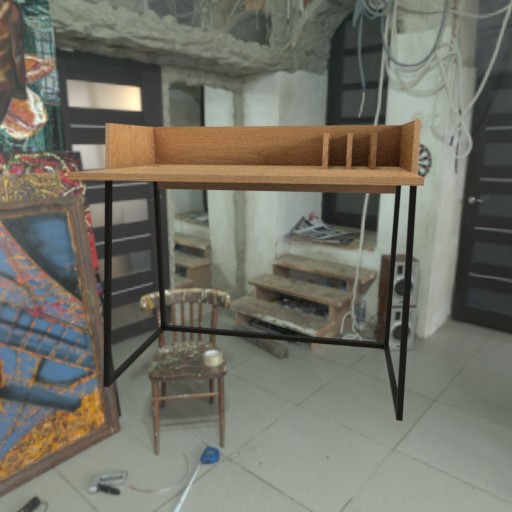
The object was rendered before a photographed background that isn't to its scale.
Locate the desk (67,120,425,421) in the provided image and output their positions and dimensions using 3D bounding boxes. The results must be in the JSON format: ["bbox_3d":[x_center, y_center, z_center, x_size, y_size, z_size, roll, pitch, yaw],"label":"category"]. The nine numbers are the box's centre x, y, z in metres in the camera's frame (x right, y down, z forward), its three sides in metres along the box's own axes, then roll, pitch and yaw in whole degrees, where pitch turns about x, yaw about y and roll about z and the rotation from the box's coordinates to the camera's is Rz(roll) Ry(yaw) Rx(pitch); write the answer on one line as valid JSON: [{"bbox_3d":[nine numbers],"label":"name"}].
[{"bbox_3d":[0.000,0.000,1.839,1.191,1.061,0.769,3,14,11],"label":"desk"}]
